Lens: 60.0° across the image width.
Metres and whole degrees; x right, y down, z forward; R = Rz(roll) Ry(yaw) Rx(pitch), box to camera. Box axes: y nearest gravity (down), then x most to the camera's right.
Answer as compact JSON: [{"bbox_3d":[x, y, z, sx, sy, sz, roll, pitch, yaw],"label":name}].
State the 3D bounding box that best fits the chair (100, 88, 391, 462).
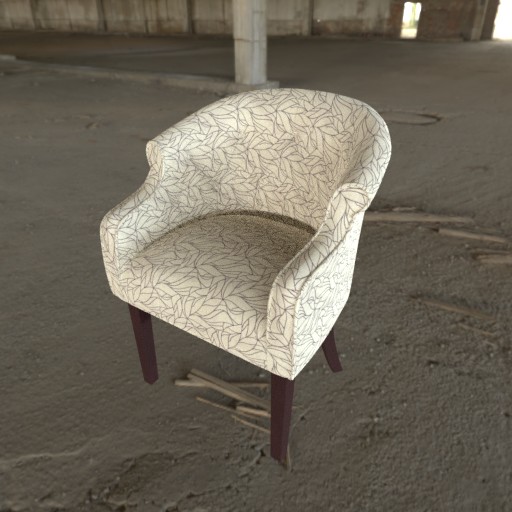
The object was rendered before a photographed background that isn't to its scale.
[{"bbox_3d":[0.000,0.000,1.294,0.686,0.858,0.613,19,34,30],"label":"chair"}]
